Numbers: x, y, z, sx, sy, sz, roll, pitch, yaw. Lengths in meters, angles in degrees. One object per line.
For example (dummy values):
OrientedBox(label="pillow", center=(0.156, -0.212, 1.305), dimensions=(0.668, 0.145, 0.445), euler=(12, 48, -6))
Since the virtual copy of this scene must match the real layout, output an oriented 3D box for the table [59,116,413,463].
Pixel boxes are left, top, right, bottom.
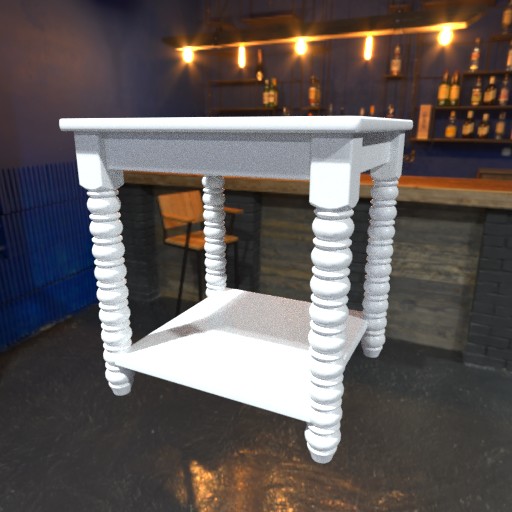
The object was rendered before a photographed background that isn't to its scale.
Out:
OrientedBox(label="table", center=(0.000, 0.000, 0.957), dimensions=(0.533, 0.563, 0.500), euler=(8, 18, 25))
